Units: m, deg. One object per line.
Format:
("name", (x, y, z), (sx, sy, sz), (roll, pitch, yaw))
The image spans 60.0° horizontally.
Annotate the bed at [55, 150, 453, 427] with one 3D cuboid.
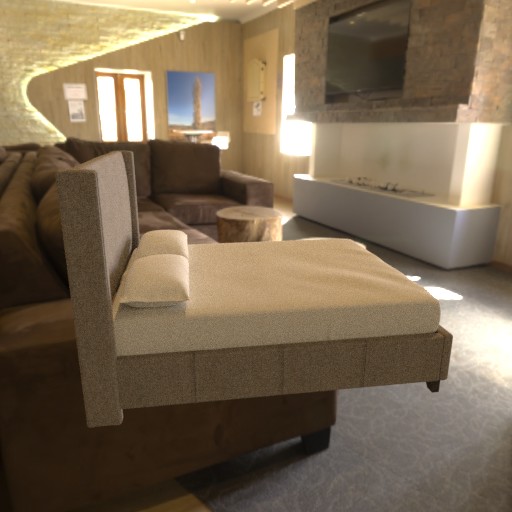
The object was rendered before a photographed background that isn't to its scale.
("bed", (0.000, 0.000, 3.320), (2.245, 1.476, 1.714), (-3, 17, -9))
